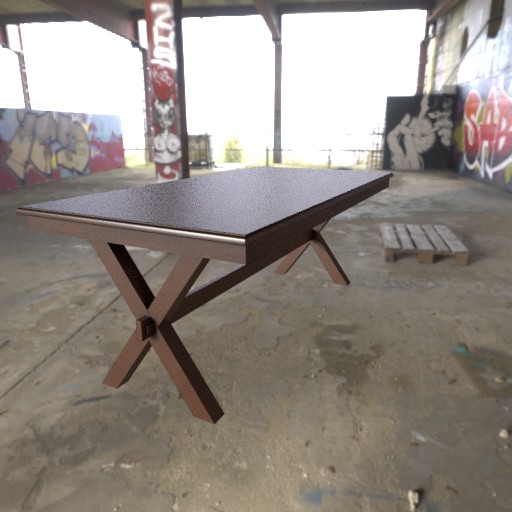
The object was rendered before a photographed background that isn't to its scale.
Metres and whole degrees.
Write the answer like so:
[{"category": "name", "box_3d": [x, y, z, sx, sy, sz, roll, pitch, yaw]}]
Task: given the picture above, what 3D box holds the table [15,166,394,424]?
[{"category": "table", "box_3d": [0.000, 0.000, 1.436, 0.594, 0.459, 1.197, 9, 18, 27]}]
